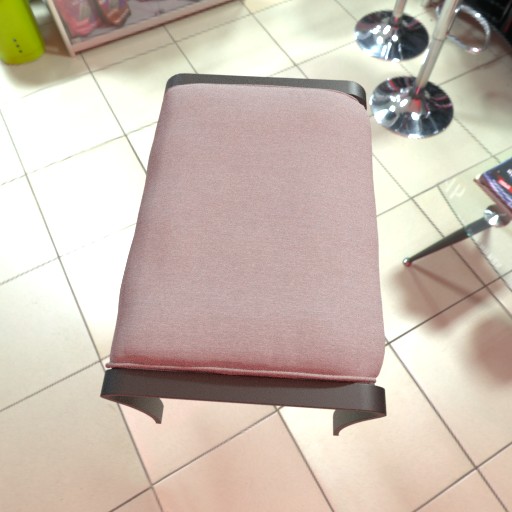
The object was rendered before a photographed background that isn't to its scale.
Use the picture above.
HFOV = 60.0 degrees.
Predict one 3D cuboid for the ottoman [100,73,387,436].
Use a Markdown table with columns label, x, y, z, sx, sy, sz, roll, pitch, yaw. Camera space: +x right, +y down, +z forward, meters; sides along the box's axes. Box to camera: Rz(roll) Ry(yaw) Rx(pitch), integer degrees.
| label | x | y | z | sx | sy | sz | roll | pitch | yaw |
| --- | --- | --- | --- | --- | --- | --- | --- | --- | --- |
| ottoman | 0.000 | 0.000 | 0.881 | 0.406 | 0.422 | 0.610 | 3 | 64 | 2 |
